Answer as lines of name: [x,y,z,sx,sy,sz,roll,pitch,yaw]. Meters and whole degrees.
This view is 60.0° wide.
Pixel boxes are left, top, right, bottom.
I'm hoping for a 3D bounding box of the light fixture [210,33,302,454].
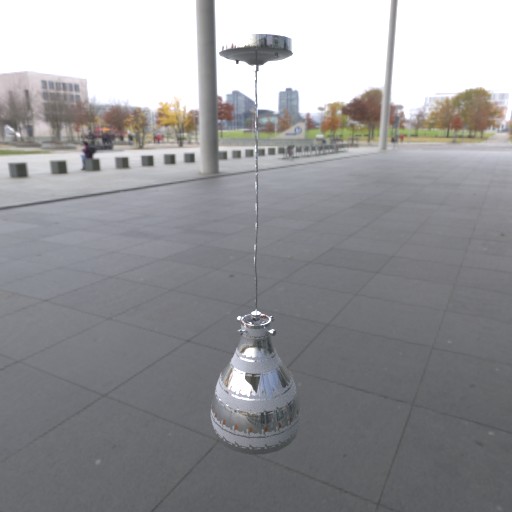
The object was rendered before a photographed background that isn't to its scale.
light fixture: [0.000,0.000,1.647,0.374,1.457,0.374,14,21,42]
